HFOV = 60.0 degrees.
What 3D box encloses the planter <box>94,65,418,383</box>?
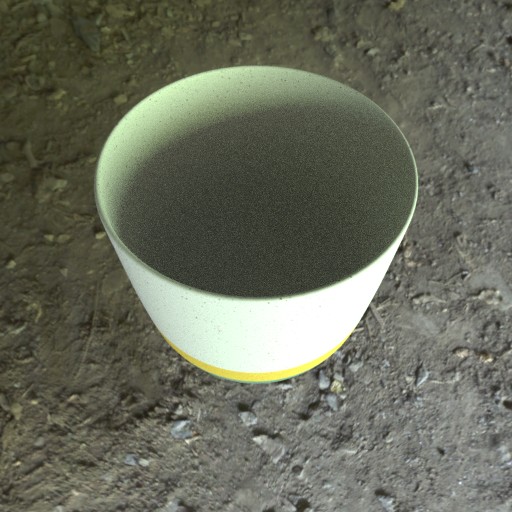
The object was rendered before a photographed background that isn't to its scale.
[{"bbox_3d":[0.000,0.000,0.359,0.195,0.214,0.195,0,57,0],"label":"planter"}]
